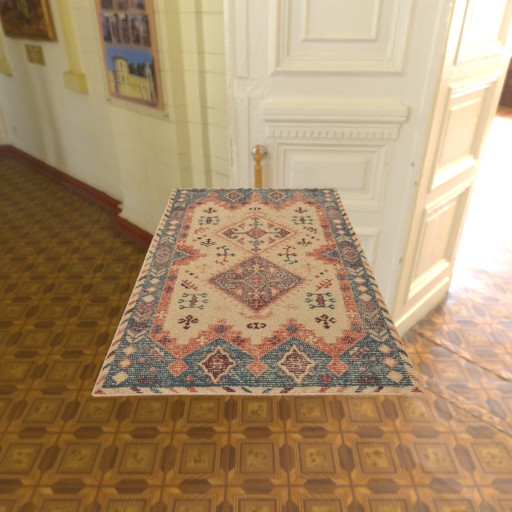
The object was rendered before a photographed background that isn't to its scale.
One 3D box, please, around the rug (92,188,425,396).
[{"bbox_3d":[0.000,0.000,3.068,1.521,0.023,2.464,0,31,0],"label":"rug"}]
